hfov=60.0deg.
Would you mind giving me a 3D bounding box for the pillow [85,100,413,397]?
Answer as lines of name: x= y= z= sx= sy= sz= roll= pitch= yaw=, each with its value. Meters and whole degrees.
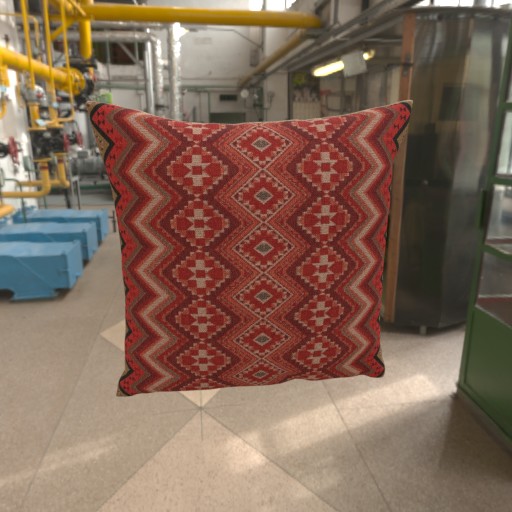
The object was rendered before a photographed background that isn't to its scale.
pillow: x=0.000 y=0.000 z=0.764 sx=0.513 sy=0.511 sz=0.158 roll=-2 pitch=17 yaw=-7
